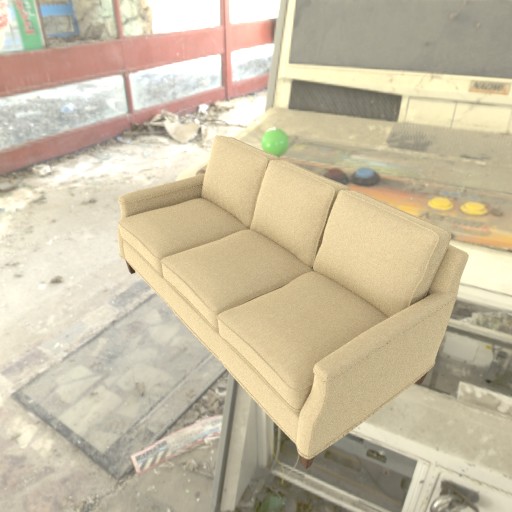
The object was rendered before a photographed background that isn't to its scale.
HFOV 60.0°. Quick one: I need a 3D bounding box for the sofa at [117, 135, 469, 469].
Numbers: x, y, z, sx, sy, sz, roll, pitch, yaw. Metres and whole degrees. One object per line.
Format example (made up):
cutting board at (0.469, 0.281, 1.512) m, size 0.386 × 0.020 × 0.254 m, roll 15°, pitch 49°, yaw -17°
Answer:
sofa at (0.000, 0.000, 2.866) m, size 1.084 × 1.003 × 2.246 m, roll -21°, pitch 38°, yaw -30°
